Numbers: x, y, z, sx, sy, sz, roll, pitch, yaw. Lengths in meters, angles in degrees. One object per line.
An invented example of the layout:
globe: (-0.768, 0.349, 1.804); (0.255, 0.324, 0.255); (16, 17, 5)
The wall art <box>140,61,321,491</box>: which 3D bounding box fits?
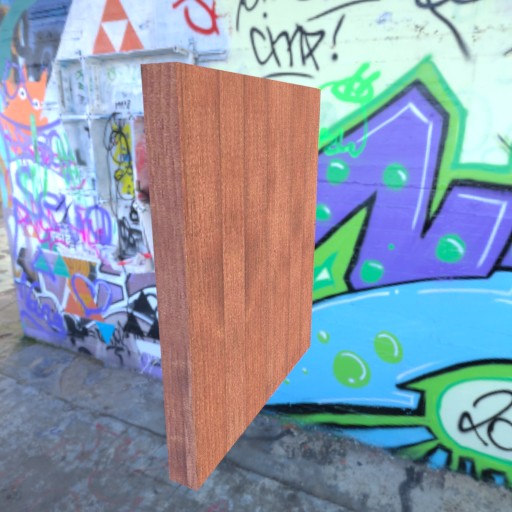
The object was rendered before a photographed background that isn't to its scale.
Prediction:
wall art: (0.000, 0.000, 0.607); (0.039, 0.449, 0.377); (8, 19, 25)
